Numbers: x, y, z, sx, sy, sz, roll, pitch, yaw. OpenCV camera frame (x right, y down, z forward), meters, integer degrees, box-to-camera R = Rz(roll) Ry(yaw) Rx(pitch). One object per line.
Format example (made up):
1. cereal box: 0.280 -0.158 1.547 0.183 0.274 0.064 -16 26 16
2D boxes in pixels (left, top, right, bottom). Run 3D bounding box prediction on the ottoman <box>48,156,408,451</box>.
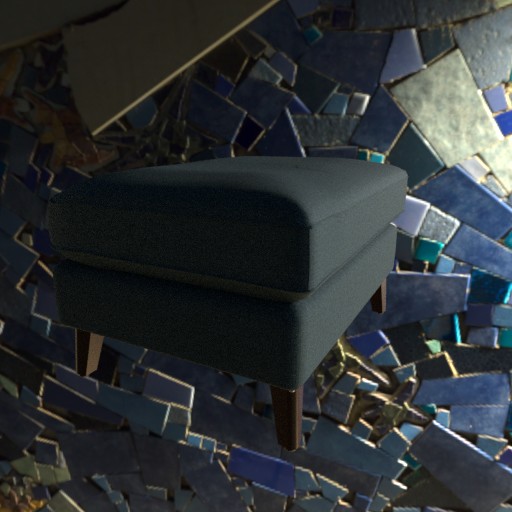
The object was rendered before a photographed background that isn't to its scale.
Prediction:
1. ottoman: 0.000 0.000 1.202 0.629 0.503 0.835 8 18 27
